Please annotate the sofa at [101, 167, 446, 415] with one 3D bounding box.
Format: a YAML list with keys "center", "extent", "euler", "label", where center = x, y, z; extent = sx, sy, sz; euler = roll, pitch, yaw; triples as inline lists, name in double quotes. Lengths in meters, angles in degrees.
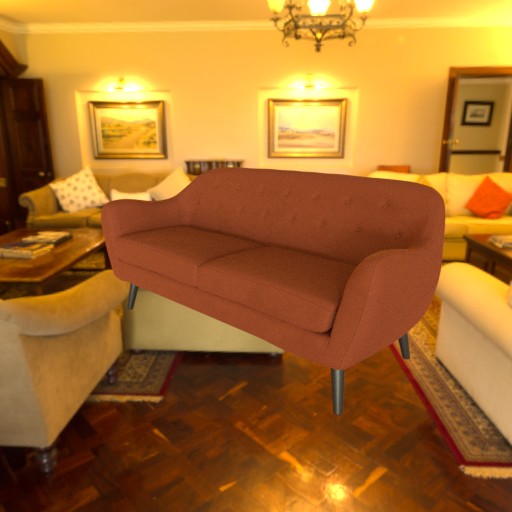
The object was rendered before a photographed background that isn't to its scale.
- center: [0.000, 0.000, 2.339]
  extent: [1.840, 0.836, 0.820]
  euler: [14, 21, 42]
  label: "sofa"
